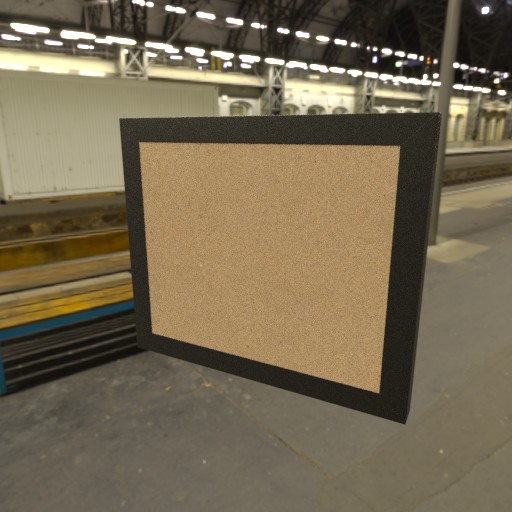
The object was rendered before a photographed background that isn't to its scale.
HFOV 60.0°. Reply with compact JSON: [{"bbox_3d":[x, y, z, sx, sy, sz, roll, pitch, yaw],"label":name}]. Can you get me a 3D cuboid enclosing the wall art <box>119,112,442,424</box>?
[{"bbox_3d":[0.000,0.000,0.533,0.381,0.321,0.028,8,18,27],"label":"wall art"}]
